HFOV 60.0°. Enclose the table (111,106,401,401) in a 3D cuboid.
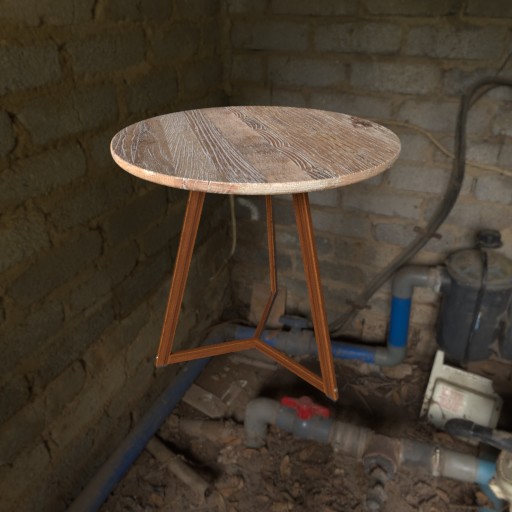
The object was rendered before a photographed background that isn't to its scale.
[{"bbox_3d":[0.000,0.000,0.914,0.500,0.500,0.500,0,30,0],"label":"table"}]
